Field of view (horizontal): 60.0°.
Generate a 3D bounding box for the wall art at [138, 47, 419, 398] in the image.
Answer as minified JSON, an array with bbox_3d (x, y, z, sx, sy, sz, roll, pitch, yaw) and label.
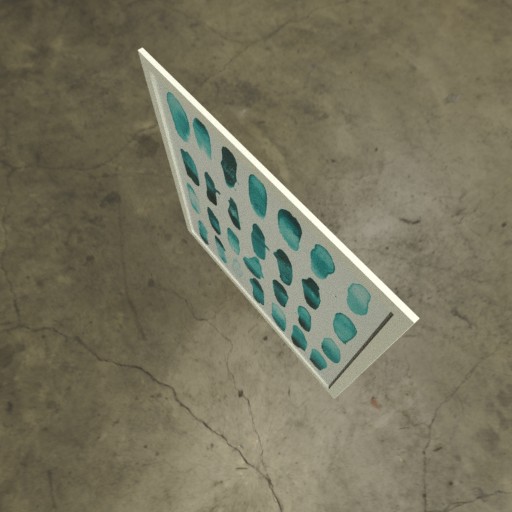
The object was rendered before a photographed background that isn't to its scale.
[{"bbox_3d":[0.000,0.000,1.212,0.013,0.813,0.812,-36,69,-16],"label":"wall art"}]
